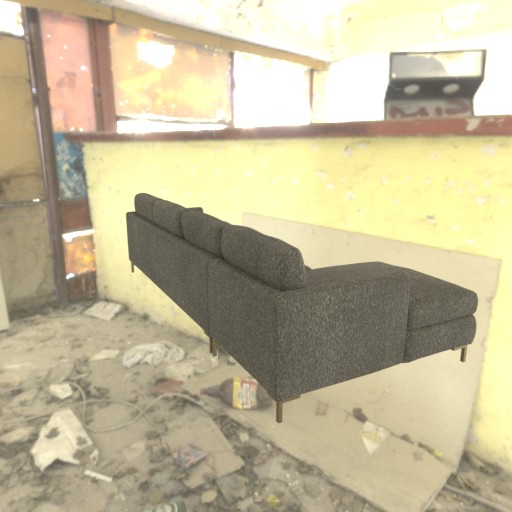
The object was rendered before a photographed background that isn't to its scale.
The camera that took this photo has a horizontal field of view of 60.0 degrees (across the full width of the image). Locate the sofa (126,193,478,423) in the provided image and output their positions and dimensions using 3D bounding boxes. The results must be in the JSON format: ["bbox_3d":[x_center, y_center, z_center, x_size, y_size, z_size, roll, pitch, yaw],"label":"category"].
[{"bbox_3d":[0.000,0.000,3.446,1.350,0.810,2.932,-7,16,-27],"label":"sofa"}]
